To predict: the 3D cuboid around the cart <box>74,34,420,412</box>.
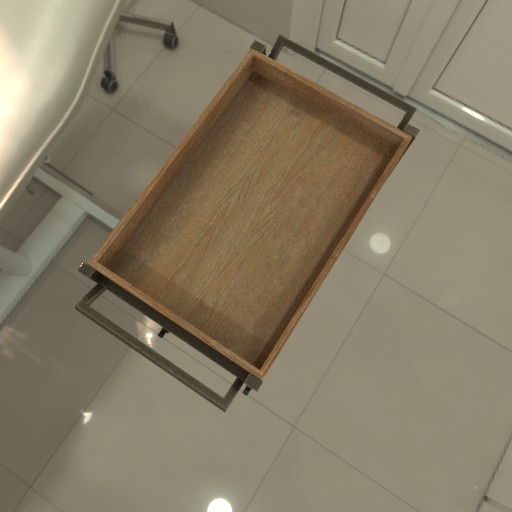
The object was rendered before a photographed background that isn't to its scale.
[{"bbox_3d":[0.000,0.000,1.198,0.377,0.835,0.673,32,78,8],"label":"cart"}]
